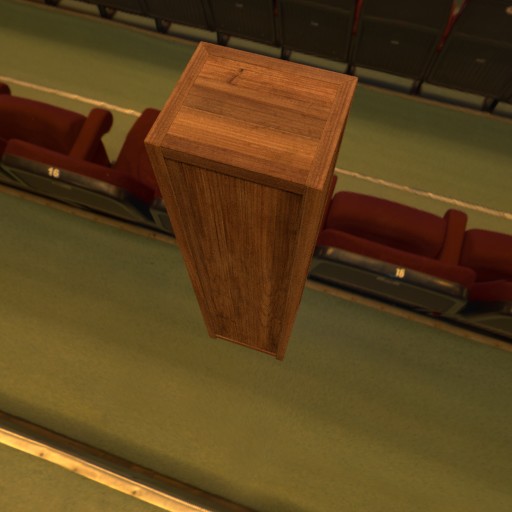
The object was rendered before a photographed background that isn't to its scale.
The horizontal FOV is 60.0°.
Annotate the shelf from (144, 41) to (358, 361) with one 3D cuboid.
[{"bbox_3d":[0.000,0.000,2.106,0.500,1.900,0.428,17,65,8],"label":"shelf"}]
